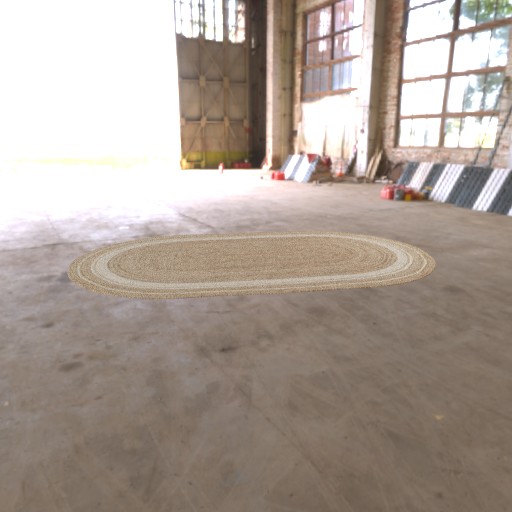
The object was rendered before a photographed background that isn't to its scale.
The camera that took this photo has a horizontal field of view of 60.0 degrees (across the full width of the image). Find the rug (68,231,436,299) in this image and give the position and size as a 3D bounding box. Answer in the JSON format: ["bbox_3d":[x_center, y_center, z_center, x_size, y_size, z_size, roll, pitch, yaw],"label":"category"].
[{"bbox_3d":[0.000,0.000,3.061,2.432,0.006,1.520,-2,15,-9],"label":"rug"}]
